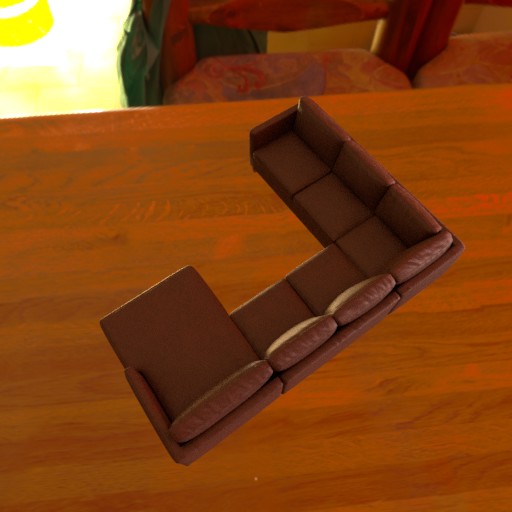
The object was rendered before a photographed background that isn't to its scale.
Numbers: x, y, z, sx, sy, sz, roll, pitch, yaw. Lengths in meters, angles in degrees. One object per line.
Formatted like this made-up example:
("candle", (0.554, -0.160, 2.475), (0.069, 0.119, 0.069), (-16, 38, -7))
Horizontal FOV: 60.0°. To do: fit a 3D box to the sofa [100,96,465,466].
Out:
("sofa", (0.000, 0.000, 4.736), (3.460, 0.923, 2.593), (-33, 68, -15))
